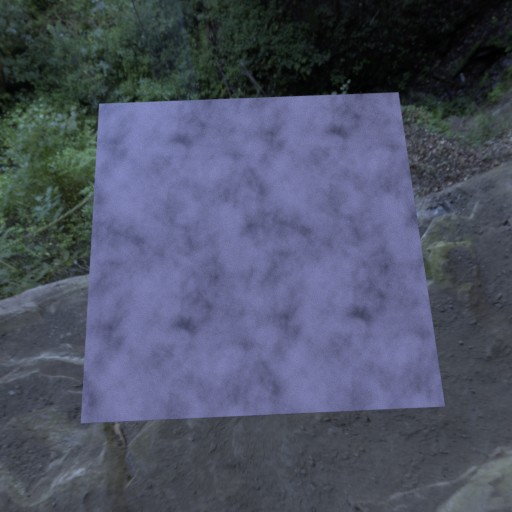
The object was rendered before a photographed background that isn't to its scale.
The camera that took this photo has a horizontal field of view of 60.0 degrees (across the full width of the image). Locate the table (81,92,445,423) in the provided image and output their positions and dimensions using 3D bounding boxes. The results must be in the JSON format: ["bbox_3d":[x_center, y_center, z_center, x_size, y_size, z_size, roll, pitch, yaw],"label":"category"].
[{"bbox_3d":[0.000,0.000,1.345,0.890,0.305,0.890,-2,75,-1],"label":"table"}]
